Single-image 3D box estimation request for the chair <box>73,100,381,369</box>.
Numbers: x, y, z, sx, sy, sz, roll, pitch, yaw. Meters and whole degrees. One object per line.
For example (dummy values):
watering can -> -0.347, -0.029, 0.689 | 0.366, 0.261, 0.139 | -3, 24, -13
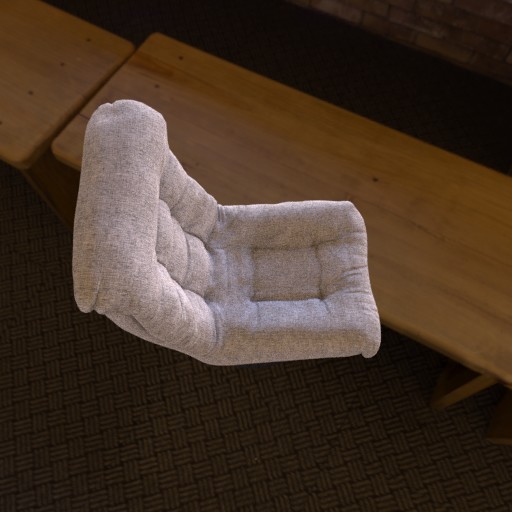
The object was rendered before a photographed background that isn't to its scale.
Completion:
chair -> 0.000, 0.000, 0.966 | 0.583, 0.600, 0.400 | -2, 65, -1
